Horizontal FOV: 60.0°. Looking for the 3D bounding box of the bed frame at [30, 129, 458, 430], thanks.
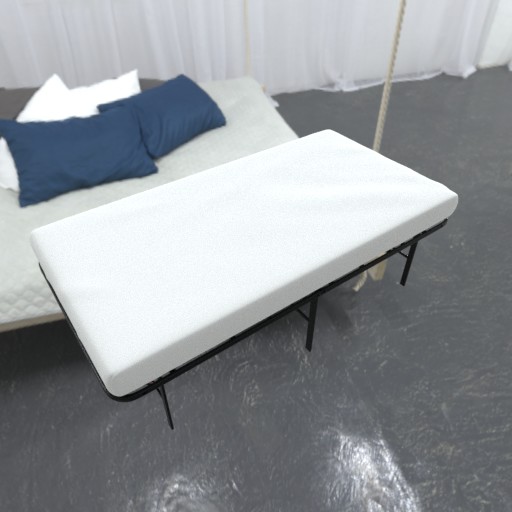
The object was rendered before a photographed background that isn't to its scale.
[{"bbox_3d":[0.000,0.000,2.316,1.903,0.619,0.989,-25,46,-26],"label":"bed frame"}]
